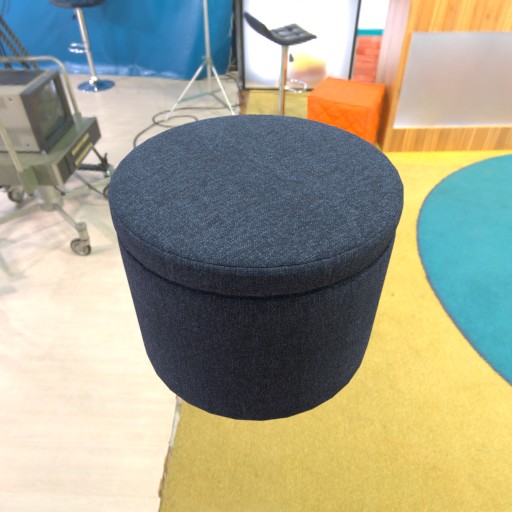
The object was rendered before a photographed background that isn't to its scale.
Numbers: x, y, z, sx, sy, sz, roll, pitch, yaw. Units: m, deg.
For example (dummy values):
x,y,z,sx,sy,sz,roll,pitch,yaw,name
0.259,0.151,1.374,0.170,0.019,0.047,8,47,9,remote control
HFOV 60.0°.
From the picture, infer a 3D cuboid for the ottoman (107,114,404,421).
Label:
x,y,z,sx,sy,sz,roll,pitch,yaw,name
0.000,0.000,0.884,0.500,0.419,0.500,0,40,0,ottoman
